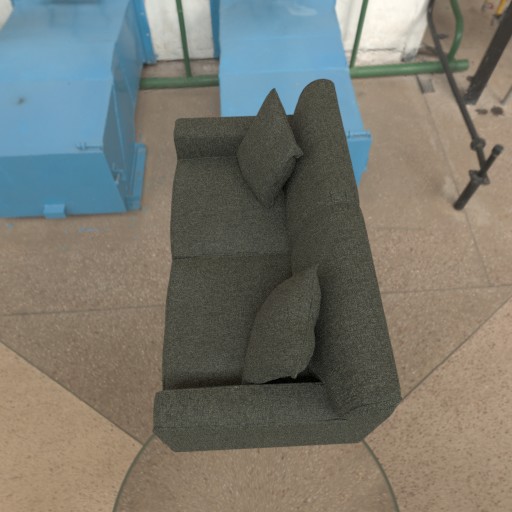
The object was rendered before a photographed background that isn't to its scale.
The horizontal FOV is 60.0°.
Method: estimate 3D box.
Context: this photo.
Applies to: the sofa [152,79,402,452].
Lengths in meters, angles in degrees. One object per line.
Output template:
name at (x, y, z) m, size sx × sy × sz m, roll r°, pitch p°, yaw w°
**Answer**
sofa at (0.000, 0.000, 2.404) m, size 0.998 × 0.958 × 1.846 m, roll -2°, pitch 58°, yaw -1°
